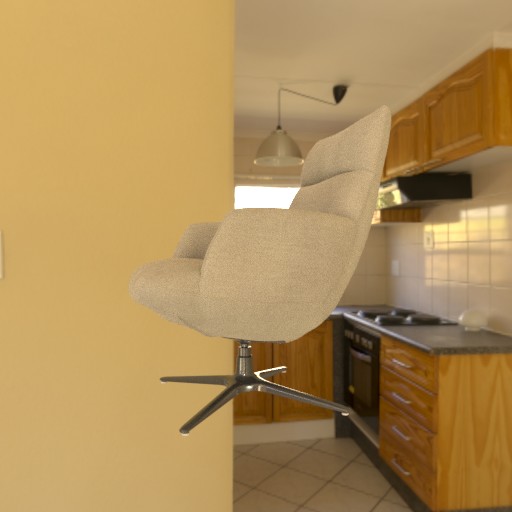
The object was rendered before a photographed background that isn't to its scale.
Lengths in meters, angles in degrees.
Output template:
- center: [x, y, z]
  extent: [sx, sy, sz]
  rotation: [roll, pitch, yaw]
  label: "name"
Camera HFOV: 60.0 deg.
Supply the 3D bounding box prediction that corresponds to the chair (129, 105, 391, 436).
- center: [0.000, 0.000, 1.611]
  extent: [0.889, 1.016, 0.711]
  rotation: [0, 0, -18]
  label: "chair"
